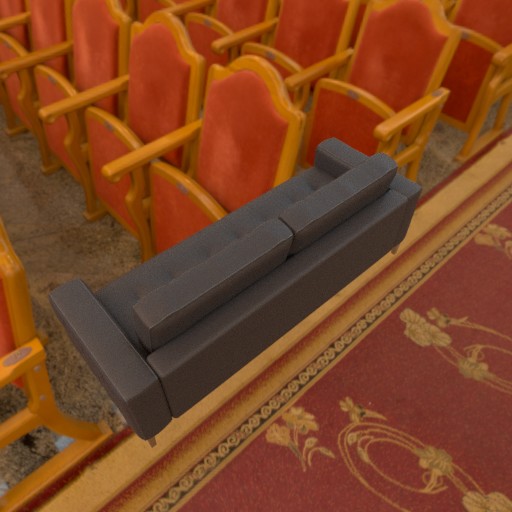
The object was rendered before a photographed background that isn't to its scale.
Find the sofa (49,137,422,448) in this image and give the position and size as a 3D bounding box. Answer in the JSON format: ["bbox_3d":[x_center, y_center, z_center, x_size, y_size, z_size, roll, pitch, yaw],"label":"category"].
[{"bbox_3d":[0.000,0.000,2.772,2.275,0.893,0.833,-33,56,-26],"label":"sofa"}]
